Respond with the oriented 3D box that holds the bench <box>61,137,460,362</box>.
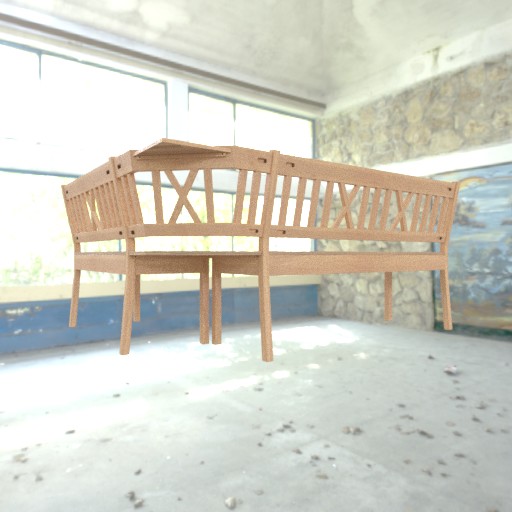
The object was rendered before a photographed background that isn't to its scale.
[{"bbox_3d":[0.000,0.000,2.740,1.937,0.902,1.537,0,0,-36],"label":"bench"}]
